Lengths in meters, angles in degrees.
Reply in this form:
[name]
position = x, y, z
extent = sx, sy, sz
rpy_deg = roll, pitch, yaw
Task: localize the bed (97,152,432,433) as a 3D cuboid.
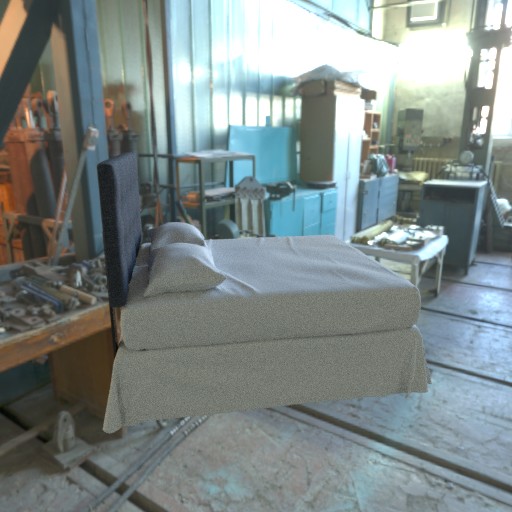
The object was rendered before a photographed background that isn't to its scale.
[bed]
position = 0.000, 0.000, 3.538
extent = 2.222, 1.577, 1.936
rpy_deg = -3, 16, -10
